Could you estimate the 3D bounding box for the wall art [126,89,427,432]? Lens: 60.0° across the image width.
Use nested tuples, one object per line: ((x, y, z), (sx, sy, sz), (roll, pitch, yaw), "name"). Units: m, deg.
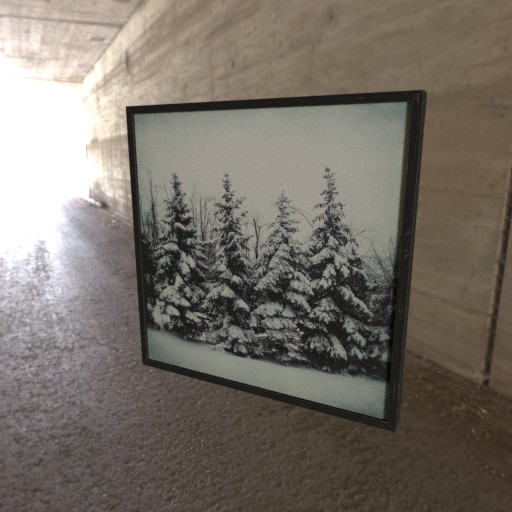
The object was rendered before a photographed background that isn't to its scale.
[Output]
((0.000, 0.000, 0.759), (0.506, 0.506, 0.036), (7, 15, 26), "wall art")
